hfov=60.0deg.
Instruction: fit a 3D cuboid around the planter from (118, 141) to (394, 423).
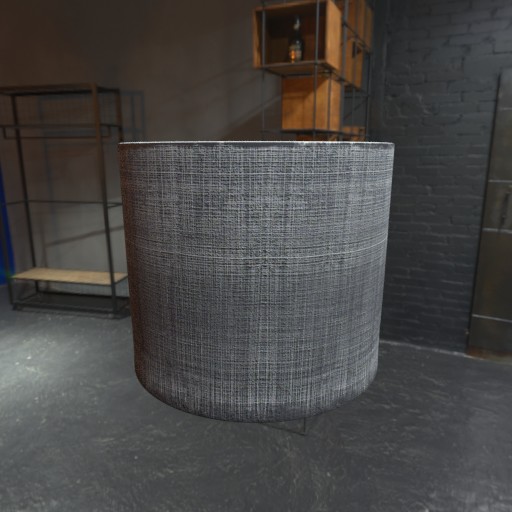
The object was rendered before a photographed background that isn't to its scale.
[{"bbox_3d":[0.000,0.000,0.451,0.254,0.221,0.254,0,13,0],"label":"planter"}]
